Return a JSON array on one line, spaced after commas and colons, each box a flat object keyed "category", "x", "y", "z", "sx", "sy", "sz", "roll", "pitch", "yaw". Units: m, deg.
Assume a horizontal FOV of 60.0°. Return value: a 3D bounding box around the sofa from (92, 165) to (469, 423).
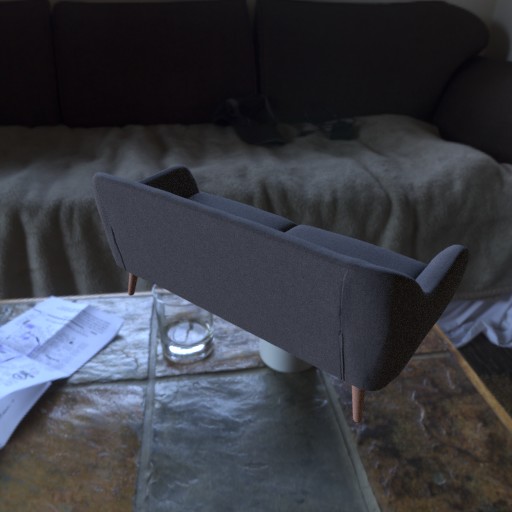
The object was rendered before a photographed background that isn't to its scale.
[{"category": "sofa", "x": 0.000, "y": 0.000, "z": 2.253, "sx": 1.840, "sy": 0.820, "sz": 0.820, "roll": 21, "pitch": 37, "yaw": 32}]
